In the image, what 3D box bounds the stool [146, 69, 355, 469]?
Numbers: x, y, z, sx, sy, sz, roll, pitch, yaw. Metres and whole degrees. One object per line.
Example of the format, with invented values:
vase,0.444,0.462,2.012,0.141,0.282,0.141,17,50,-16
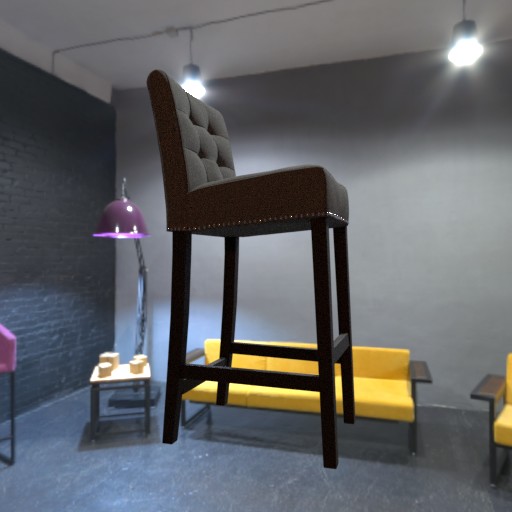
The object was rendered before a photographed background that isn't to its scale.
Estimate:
stool,0.000,0.000,1.341,0.548,1.047,0.411,0,0,20
